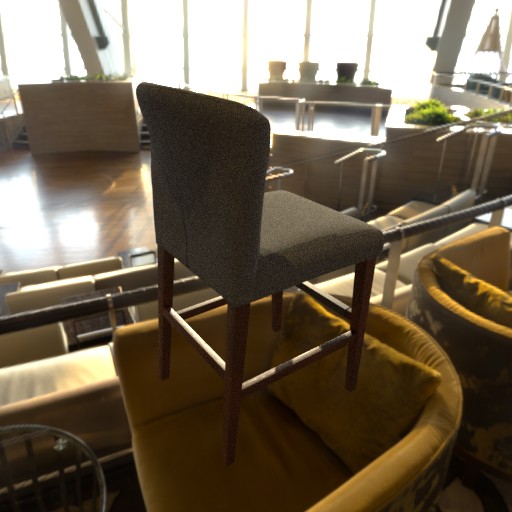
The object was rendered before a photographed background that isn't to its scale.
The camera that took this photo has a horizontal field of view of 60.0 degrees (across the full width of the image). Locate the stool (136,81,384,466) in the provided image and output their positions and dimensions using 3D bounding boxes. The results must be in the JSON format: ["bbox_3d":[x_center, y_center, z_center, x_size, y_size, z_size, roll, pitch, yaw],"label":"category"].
[{"bbox_3d":[0.000,0.000,1.295,0.568,0.968,0.479,-17,31,-31],"label":"stool"}]
